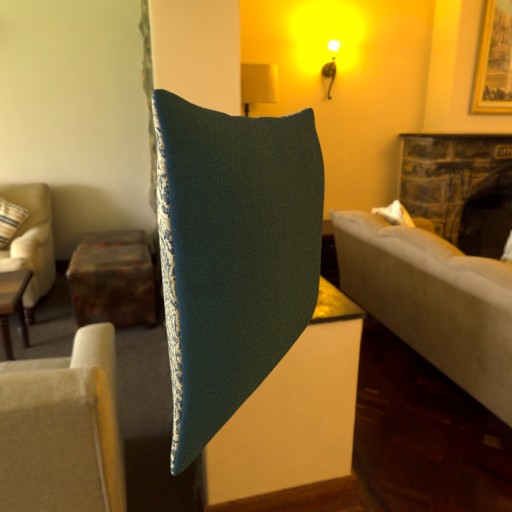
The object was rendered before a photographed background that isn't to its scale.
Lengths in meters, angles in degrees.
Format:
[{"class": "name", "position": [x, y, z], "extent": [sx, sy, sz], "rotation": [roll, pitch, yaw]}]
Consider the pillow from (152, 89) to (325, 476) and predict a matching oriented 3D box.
[{"class": "pillow", "position": [0.000, 0.000, 0.772], "extent": [0.166, 0.510, 0.523], "rotation": [8, 18, 24]}]
